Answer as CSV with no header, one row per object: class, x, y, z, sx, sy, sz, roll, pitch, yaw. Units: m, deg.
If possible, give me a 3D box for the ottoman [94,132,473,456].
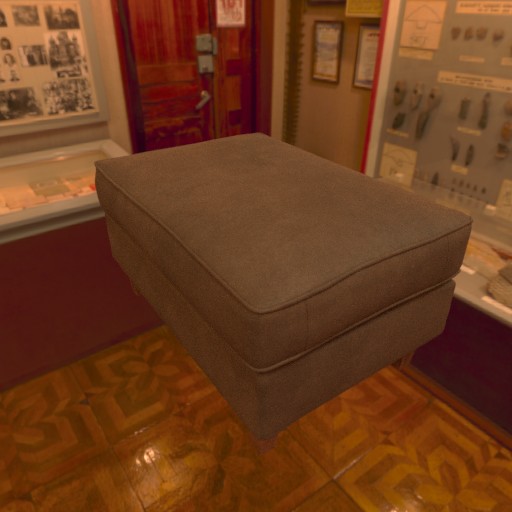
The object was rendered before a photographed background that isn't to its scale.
ottoman,0.000,0.000,1.199,0.596,0.481,0.860,-19,36,-29
